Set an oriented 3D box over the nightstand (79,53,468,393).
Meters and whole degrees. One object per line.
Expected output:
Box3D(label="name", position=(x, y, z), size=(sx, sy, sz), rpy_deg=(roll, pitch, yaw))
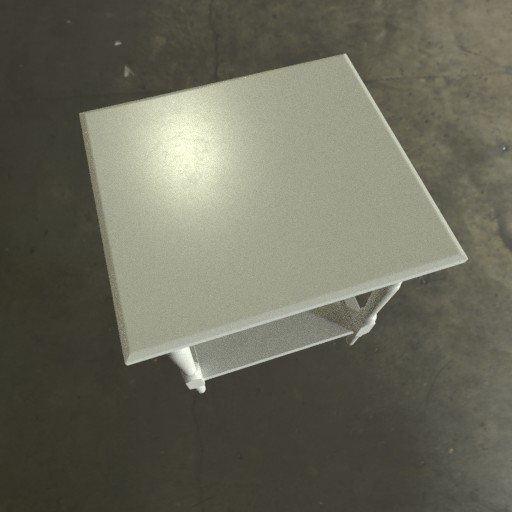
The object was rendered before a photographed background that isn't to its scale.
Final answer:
Box3D(label="nightstand", position=(0.000, 0.000, 0.953), size=(0.505, 0.555, 0.459), rpy_deg=(-16, 64, -8))
